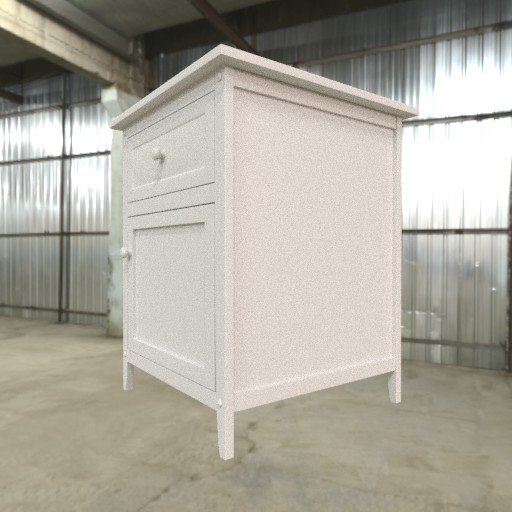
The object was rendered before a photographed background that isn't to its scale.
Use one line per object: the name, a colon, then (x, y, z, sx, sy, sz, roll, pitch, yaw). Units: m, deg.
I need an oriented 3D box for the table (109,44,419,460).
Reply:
table: (0.000, 0.000, 0.766, 0.381, 0.483, 0.381, 0, 1, -37)
